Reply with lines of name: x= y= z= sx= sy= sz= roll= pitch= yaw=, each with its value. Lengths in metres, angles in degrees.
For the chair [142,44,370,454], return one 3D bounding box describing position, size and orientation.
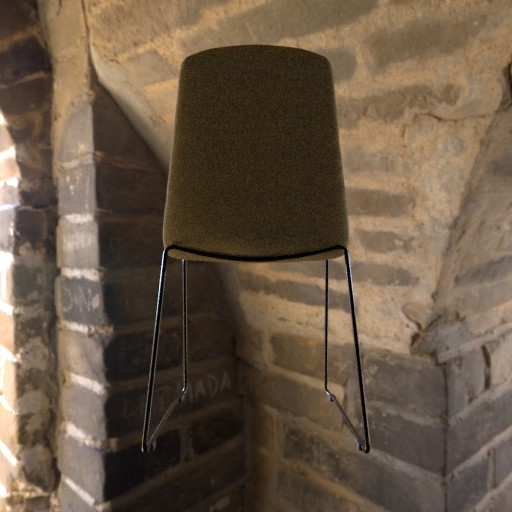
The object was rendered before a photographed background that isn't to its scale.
chair: x=0.000 y=0.000 z=1.129 sx=0.479 sy=0.849 sz=0.496 roll=0 pitch=-1 yaw=0
